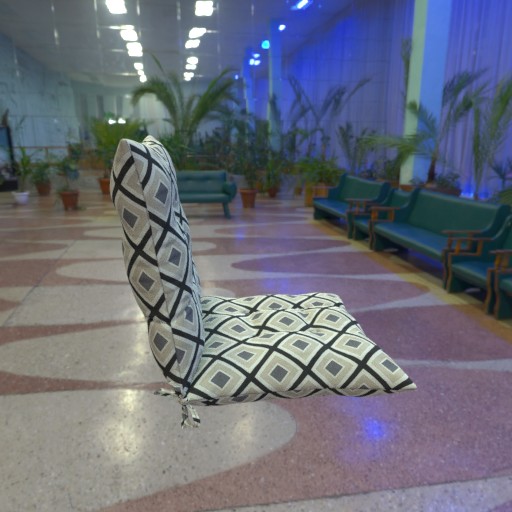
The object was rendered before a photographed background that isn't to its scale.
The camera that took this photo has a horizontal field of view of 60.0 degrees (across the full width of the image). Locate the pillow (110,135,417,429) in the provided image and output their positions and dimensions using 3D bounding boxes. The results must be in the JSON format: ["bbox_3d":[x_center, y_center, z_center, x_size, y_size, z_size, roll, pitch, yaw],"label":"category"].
[{"bbox_3d":[0.000,0.000,1.021,0.585,0.536,0.541,-2,16,-8],"label":"pillow"}]
